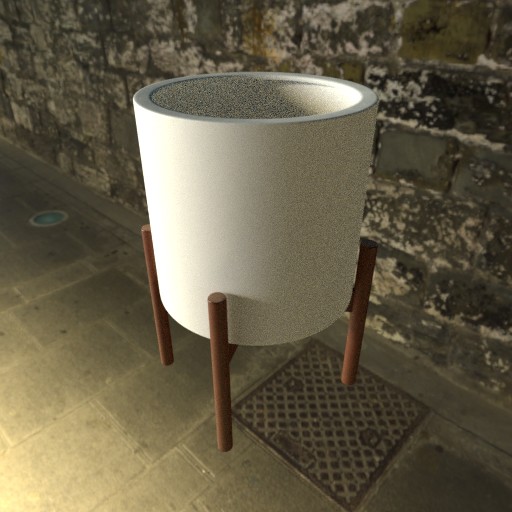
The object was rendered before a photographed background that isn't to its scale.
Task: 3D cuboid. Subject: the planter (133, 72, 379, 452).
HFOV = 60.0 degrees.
[{"bbox_3d":[0.000,0.000,0.946,0.417,0.670,0.417,-18,36,-27],"label":"planter"}]
